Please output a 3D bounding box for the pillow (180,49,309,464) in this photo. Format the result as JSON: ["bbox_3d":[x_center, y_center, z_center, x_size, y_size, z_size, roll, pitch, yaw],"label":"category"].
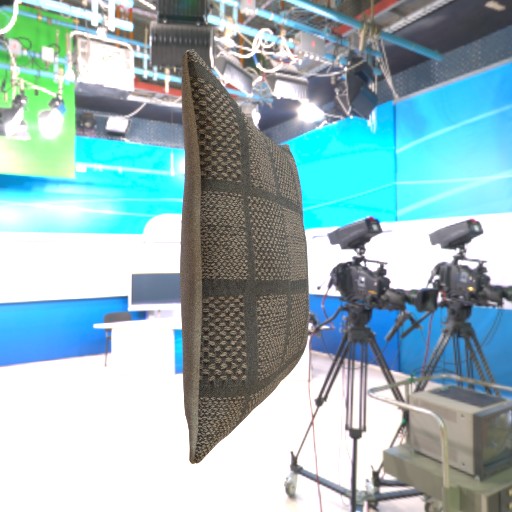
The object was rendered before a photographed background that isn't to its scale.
[{"bbox_3d":[0.000,0.000,0.661,0.138,0.432,0.435,0,0,18],"label":"pillow"}]
